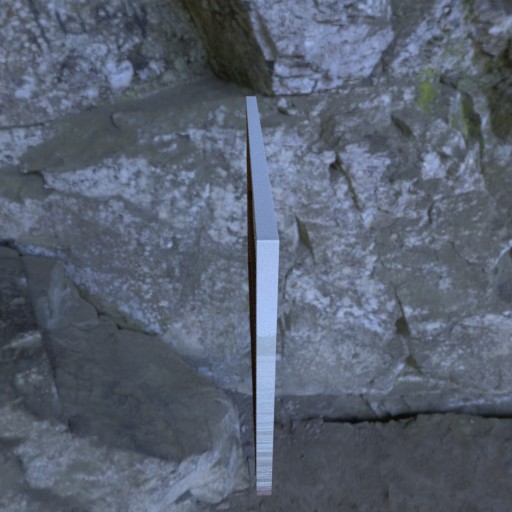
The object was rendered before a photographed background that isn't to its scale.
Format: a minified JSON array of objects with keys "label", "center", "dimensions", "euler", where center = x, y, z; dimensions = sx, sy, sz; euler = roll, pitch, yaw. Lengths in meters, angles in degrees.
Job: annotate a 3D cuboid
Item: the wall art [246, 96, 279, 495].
[{"label":"wall art","center":[0.000,0.000,1.446],"dimensions":[0.040,0.765,1.149],"euler":[-1,32,-2]}]
